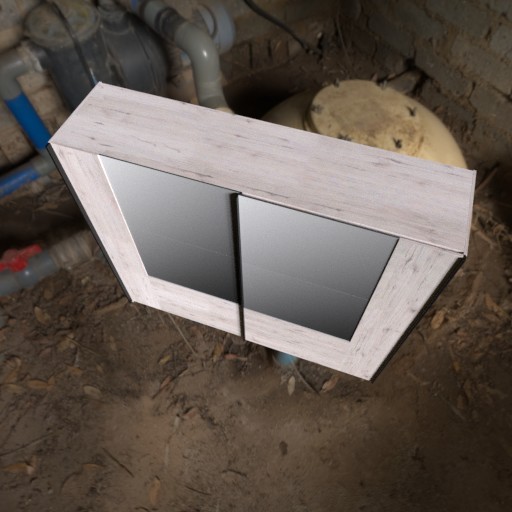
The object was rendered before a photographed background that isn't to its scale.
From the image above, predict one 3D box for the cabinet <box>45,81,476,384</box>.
[{"bbox_3d":[0.000,0.000,3.566,2.500,2.180,0.660,16,59,10],"label":"cabinet"}]
